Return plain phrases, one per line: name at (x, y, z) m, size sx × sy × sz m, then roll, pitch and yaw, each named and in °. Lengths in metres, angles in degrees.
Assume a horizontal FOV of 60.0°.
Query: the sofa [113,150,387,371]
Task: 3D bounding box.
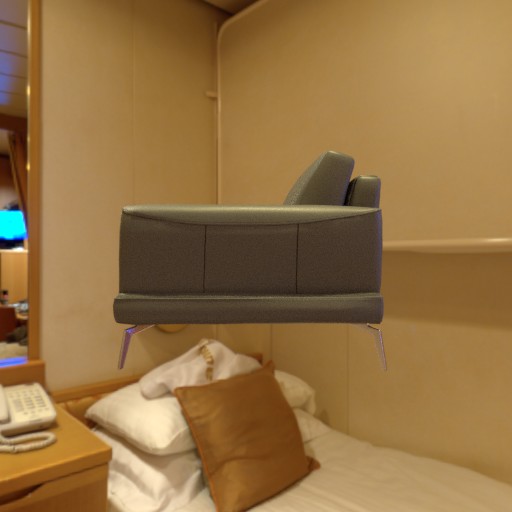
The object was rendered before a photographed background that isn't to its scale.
sofa at (0.000, 0.000, 2.774) m, size 1.121 × 0.930 × 2.177 m, roll 0°, pitch 0°, yaw 1°
